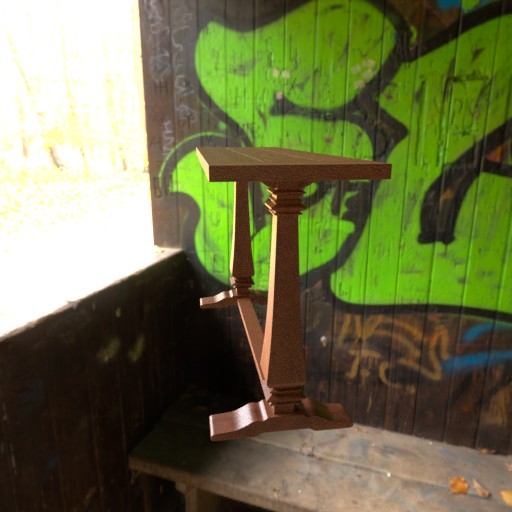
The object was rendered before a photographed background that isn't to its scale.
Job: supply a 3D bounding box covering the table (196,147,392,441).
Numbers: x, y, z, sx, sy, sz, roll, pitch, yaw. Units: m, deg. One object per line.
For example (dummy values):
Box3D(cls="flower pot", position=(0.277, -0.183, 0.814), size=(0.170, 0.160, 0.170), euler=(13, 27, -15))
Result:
Box3D(cls="table", position=(0.000, 0.000, 1.871), size=(0.461, 0.852, 1.478), euler=(-2, 16, -8))
